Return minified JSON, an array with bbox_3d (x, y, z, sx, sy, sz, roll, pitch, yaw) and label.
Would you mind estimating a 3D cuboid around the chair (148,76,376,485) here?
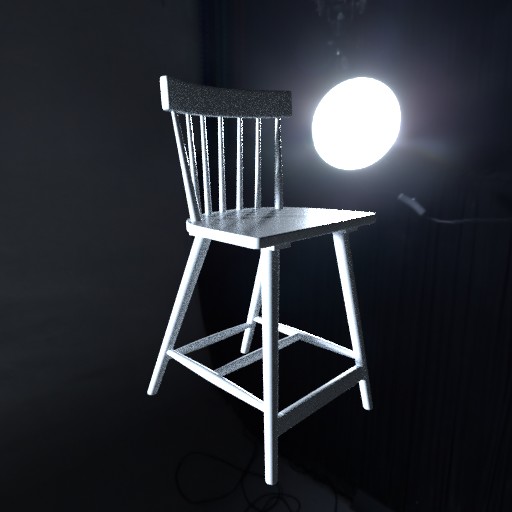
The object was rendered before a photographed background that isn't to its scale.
[{"bbox_3d":[0.000,0.000,1.290,0.483,0.952,0.572,-14,20,-43],"label":"chair"}]
